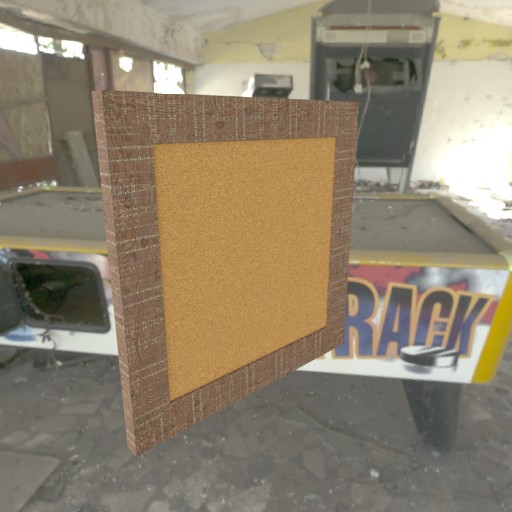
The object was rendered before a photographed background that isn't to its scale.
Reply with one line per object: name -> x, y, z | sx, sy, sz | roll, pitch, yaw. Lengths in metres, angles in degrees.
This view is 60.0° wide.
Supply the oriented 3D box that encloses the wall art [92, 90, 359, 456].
wall art -> 0.000, 0.000, 0.789 | 0.531, 0.531, 0.029 | -15, 23, -41
